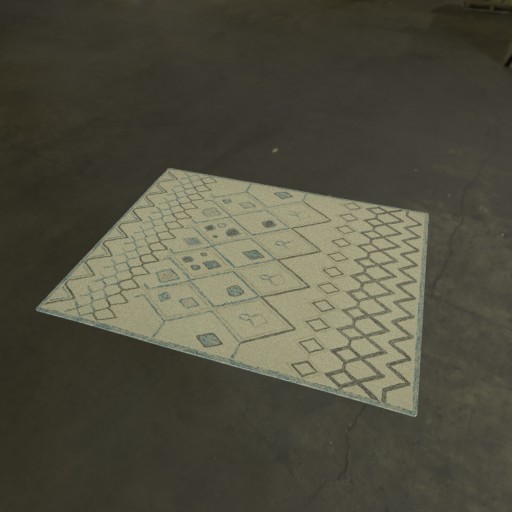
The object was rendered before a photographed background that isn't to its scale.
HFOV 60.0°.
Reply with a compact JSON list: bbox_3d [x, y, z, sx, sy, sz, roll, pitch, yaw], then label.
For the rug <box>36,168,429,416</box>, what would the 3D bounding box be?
[{"bbox_3d":[0.000,0.000,4.189,3.056,0.013,2.441,12,42,14],"label":"rug"}]
